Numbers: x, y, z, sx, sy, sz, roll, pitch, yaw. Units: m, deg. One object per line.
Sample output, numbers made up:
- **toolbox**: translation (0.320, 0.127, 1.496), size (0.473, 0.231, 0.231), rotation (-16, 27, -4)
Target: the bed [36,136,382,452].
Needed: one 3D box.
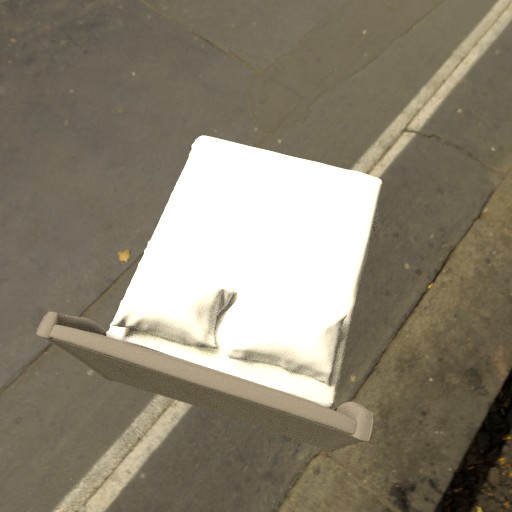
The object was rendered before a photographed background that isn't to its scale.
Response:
- **bed**: translation (0.000, 0.000, 3.400), size (1.925, 1.332, 2.276), rotation (16, 65, 7)
